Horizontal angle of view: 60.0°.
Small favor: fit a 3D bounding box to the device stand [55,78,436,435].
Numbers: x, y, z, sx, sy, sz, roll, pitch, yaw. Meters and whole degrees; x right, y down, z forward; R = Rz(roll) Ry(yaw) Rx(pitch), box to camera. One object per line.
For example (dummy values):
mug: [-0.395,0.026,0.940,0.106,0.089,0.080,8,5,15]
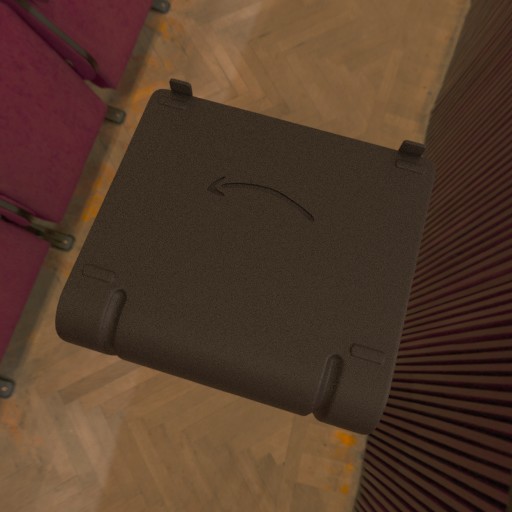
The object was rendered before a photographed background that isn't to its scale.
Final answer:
device stand: [0.000,0.000,0.401,0.256,0.155,0.236,16,76,4]
